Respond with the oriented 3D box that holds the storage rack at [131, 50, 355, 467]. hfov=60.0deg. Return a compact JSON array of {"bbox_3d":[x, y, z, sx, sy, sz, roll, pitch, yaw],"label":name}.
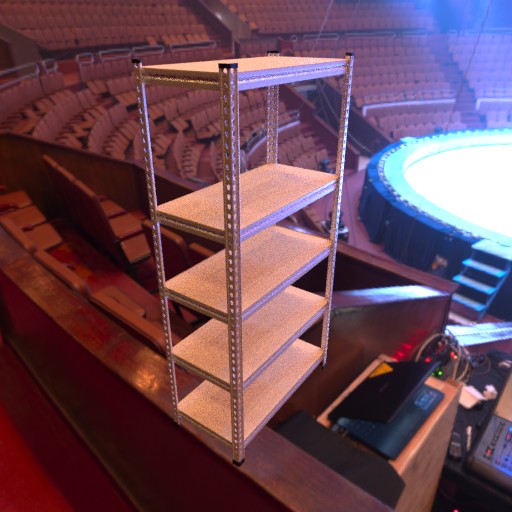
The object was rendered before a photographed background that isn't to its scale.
[{"bbox_3d":[0.000,0.000,2.215,0.457,1.829,0.914,18,32,31],"label":"storage rack"}]
